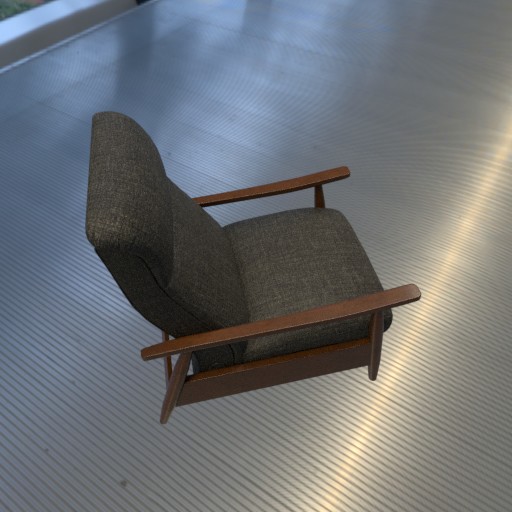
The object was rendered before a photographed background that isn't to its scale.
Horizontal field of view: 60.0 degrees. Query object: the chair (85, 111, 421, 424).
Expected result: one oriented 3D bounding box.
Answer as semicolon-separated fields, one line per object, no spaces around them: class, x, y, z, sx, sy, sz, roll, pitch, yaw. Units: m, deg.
chair;0.000;0.000;1.762;1.014;1.082;0.762;-9;48;-8
